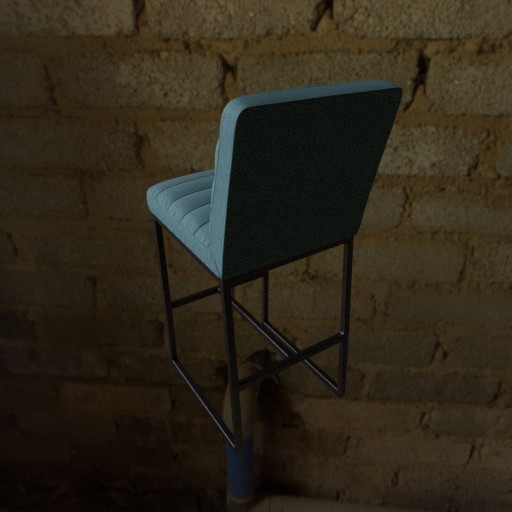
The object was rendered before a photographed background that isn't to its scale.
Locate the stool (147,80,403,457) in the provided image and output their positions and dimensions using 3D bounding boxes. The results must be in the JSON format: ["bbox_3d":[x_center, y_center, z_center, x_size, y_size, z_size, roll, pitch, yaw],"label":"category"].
[{"bbox_3d":[0.000,0.000,1.353,0.460,1.040,0.560,-18,34,-29],"label":"stool"}]
